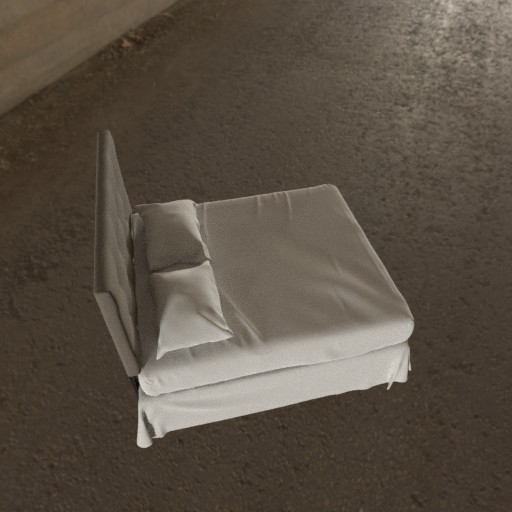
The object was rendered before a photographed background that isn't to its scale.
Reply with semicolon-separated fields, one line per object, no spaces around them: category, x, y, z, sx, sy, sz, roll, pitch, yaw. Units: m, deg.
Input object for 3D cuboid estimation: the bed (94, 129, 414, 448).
bed;0.000;0.000;3.480;2.222;1.577;1.936;-10;47;-9
